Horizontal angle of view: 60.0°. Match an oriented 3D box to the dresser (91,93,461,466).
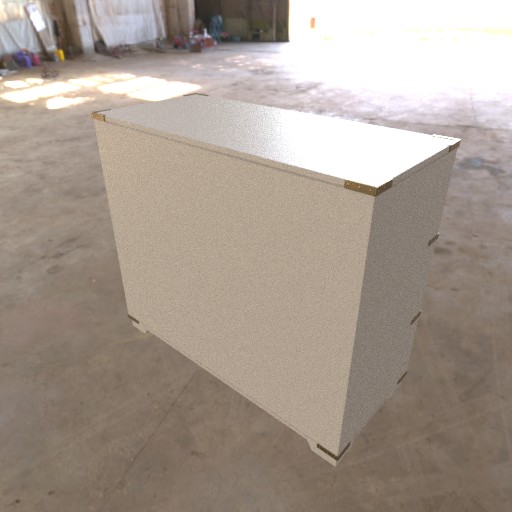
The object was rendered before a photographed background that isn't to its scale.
[{"bbox_3d":[0.000,0.000,1.521,1.022,0.891,0.460,23,37,35],"label":"dresser"}]
